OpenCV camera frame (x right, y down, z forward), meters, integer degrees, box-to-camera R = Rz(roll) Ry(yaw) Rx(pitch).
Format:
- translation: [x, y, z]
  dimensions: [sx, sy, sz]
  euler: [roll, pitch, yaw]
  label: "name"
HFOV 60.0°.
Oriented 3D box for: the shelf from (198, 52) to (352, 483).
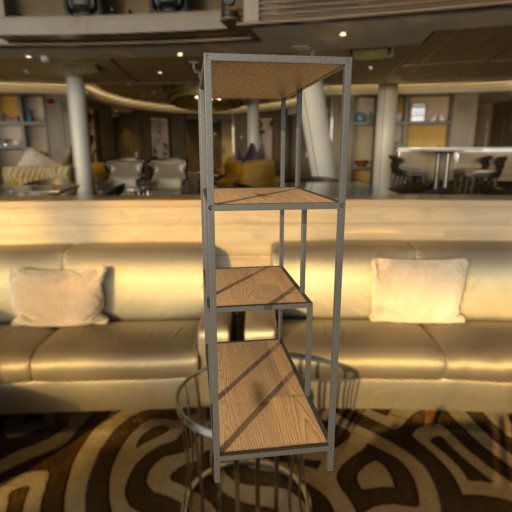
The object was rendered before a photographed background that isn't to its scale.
- translation: [0.000, 0.000, 1.528]
  dimensions: [0.350, 1.138, 0.770]
  euler: [-2, 14, -8]
  label: "shelf"
